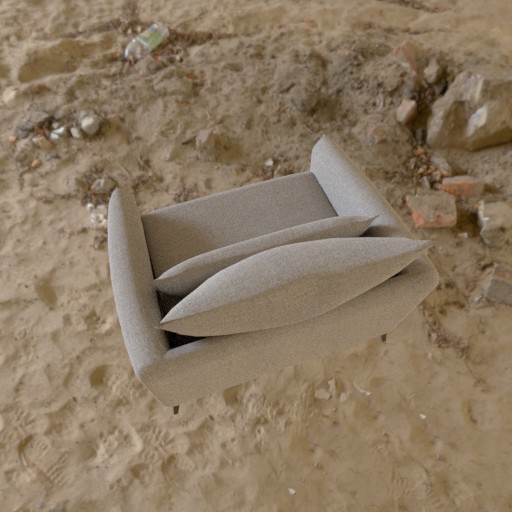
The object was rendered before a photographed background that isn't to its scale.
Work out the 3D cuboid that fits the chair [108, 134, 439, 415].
[{"bbox_3d":[0.000,0.000,1.647,1.029,0.856,0.801,-16,59,-10],"label":"chair"}]
